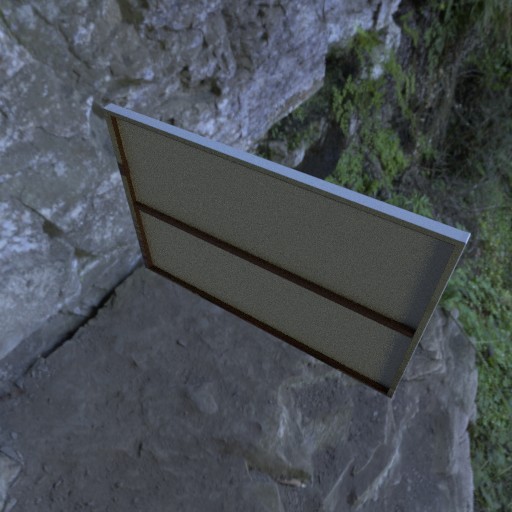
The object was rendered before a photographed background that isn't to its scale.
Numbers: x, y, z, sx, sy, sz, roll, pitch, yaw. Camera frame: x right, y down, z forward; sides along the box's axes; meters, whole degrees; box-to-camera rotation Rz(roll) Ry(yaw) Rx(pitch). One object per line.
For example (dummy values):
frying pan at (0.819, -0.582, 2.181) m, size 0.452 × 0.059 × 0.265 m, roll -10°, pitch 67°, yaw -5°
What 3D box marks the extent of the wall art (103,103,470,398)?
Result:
wall art at (0.000, 0.000, 1.498) m, size 1.149 × 0.765 × 0.040 m, roll 25°, pitch 51°, yaw 22°
